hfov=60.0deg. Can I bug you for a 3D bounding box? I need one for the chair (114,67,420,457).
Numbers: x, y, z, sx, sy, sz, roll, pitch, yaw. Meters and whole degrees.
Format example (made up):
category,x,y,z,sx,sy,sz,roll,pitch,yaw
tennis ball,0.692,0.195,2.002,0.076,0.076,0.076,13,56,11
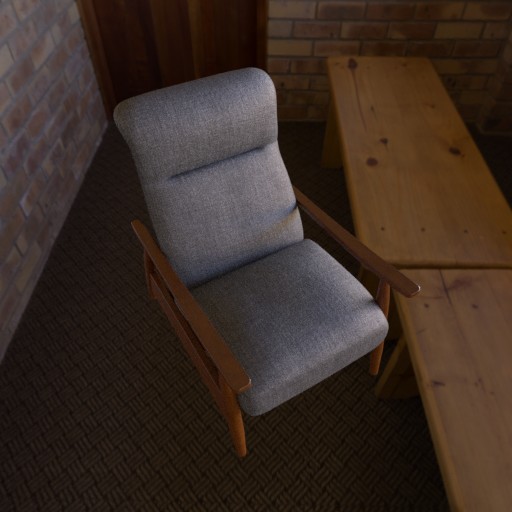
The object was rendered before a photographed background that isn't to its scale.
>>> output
category,x,y,z,sx,sy,sz,roll,pitch,yaw
chair,0.000,0.000,1.806,0.762,1.082,1.030,-24,51,-21
